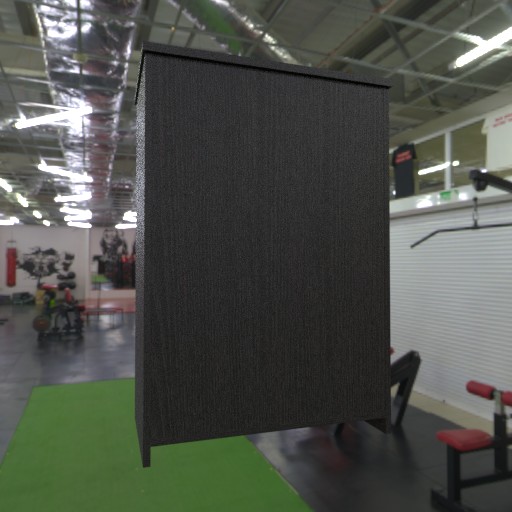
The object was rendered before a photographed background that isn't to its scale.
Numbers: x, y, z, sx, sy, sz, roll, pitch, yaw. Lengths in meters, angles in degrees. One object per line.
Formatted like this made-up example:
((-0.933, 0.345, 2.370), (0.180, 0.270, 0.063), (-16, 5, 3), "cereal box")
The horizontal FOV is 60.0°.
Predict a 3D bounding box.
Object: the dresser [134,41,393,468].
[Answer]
((0.000, 0.000, 1.352), (0.704, 1.020, 0.399), (0, -1, -18), "dresser")
